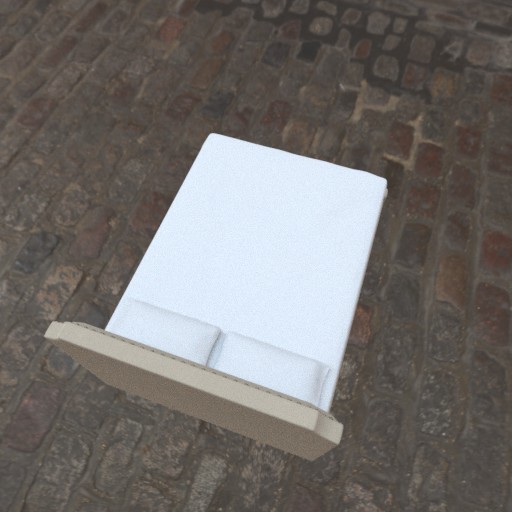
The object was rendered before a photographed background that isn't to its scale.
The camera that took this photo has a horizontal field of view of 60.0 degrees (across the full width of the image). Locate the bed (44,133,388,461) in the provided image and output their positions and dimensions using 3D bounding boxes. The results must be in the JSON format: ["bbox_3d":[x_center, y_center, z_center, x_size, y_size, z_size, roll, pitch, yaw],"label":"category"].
[{"bbox_3d":[0.000,0.000,3.354,1.703,1.415,2.329,17,63,9],"label":"bed"}]
